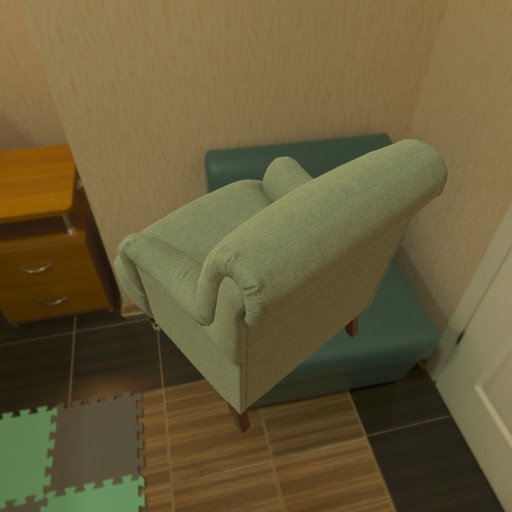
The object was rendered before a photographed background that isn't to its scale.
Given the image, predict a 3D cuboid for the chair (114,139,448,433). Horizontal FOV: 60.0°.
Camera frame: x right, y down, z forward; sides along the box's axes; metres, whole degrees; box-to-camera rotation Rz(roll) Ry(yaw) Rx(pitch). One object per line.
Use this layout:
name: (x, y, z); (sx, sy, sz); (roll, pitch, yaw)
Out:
chair: (0.000, 0.000, 1.964); (0.964, 1.178, 1.060); (-33, 54, -28)
